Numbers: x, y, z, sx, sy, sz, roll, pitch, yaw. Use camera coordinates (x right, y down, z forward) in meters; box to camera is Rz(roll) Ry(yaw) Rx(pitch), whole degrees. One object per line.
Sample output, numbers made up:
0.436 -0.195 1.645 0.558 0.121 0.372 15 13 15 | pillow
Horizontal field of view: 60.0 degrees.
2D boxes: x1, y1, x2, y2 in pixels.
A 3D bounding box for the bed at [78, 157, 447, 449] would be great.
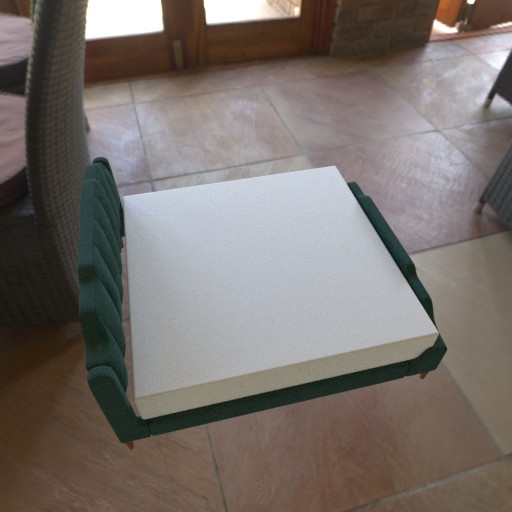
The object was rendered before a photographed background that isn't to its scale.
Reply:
0.000 0.000 3.477 2.340 1.245 2.074 -10 47 -9 | bed
